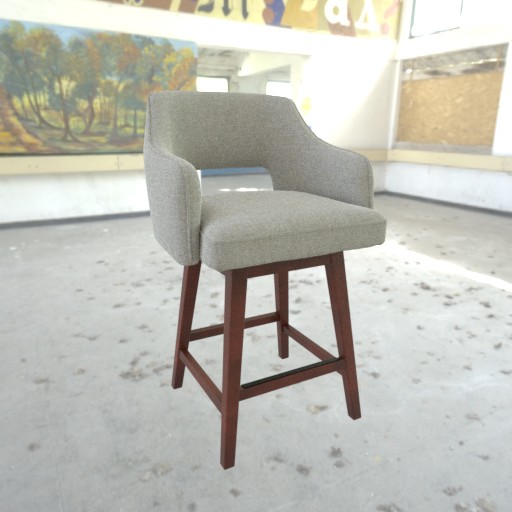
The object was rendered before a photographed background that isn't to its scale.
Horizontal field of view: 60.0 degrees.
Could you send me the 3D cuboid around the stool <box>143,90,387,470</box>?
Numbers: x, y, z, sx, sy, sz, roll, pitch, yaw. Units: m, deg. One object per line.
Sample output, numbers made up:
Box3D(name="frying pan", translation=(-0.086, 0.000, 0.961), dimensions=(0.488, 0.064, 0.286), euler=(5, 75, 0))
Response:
Box3D(name="stool", translation=(0.000, 0.000, 1.307), dimensions=(0.599, 0.944, 0.558), euler=(-9, 18, -27))
